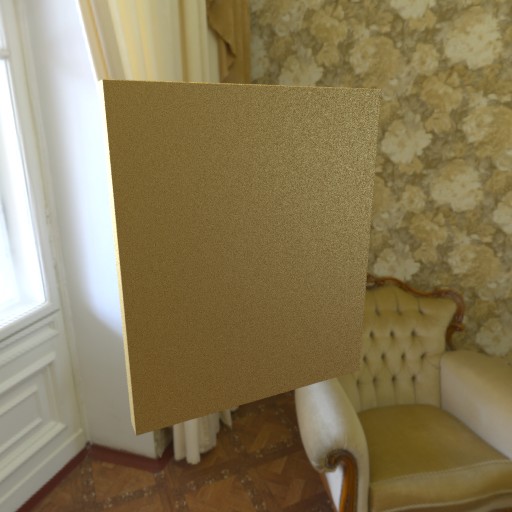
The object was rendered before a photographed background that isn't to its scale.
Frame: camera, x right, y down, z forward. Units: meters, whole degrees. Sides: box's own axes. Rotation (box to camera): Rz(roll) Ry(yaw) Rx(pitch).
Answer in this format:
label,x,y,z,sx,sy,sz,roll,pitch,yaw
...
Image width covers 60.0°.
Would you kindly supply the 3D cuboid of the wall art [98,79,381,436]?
label,x,y,z,sx,sy,sz,roll,pitch,yaw
wall art,0.000,0.000,0.893,0.537,0.642,0.048,-8,19,-25
